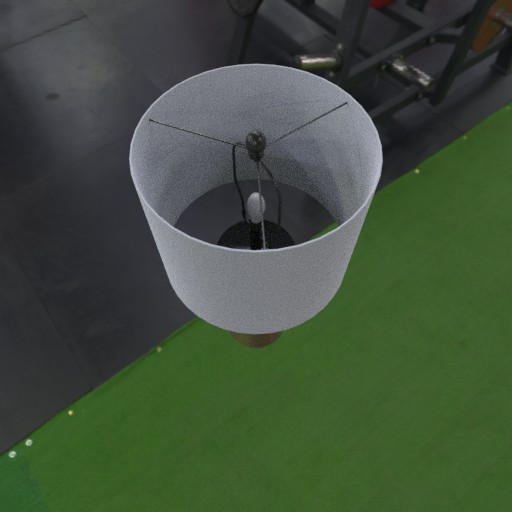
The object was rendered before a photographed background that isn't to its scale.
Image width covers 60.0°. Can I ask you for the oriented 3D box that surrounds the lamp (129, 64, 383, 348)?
[{"bbox_3d":[0.000,0.000,0.767,0.304,0.573,0.304,-32,65,-17],"label":"lamp"}]
